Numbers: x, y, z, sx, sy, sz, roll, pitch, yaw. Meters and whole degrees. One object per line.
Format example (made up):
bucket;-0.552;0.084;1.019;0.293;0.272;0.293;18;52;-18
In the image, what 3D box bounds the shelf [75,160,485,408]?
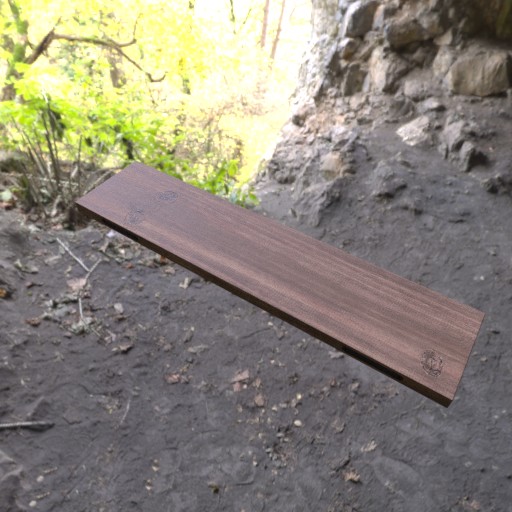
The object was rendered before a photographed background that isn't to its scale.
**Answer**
shelf;0.000;0.000;0.647;0.610;0.020;0.140;26;52;22
